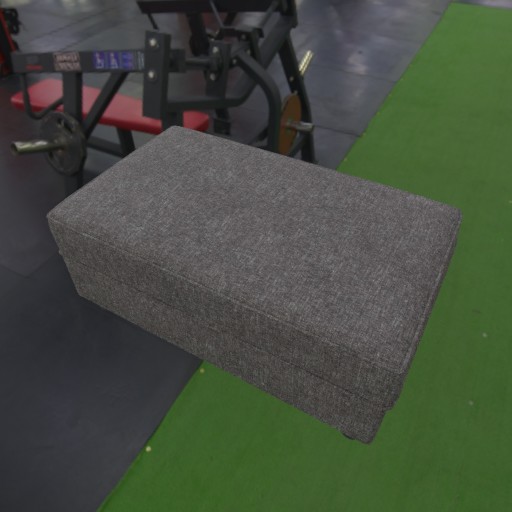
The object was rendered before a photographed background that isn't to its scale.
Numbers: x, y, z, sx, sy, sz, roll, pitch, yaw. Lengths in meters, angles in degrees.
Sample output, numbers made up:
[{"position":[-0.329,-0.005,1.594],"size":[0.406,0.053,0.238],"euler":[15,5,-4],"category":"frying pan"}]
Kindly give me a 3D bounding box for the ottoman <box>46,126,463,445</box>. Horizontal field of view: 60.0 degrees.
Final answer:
[{"position":[0.000,0.000,1.550],"size":[1.184,0.487,0.717],"euler":[22,49,21],"category":"ottoman"}]
